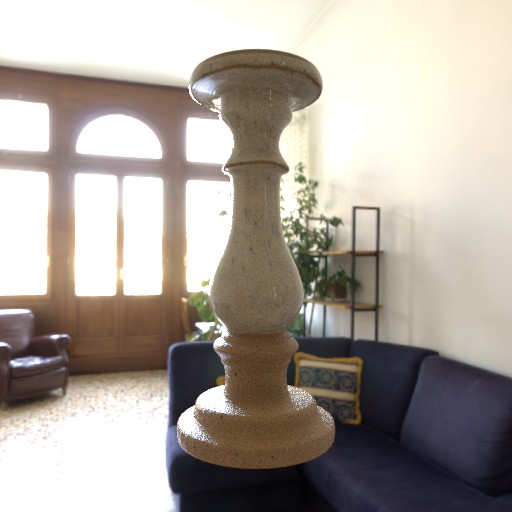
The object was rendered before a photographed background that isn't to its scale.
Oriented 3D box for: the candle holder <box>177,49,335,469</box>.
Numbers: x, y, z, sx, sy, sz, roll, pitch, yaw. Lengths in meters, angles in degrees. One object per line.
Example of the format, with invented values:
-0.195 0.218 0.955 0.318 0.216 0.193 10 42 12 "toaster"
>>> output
0.000 0.000 0.252 0.088 0.203 0.088 0 -1 0 "candle holder"
